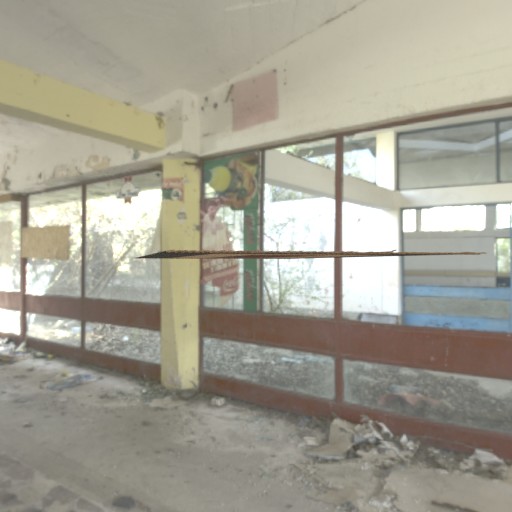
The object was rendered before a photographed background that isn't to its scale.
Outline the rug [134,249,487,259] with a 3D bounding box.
[{"bbox_3d":[0.000,0.000,1.876,0.920,0.013,1.541,0,-1,-18],"label":"rug"}]
